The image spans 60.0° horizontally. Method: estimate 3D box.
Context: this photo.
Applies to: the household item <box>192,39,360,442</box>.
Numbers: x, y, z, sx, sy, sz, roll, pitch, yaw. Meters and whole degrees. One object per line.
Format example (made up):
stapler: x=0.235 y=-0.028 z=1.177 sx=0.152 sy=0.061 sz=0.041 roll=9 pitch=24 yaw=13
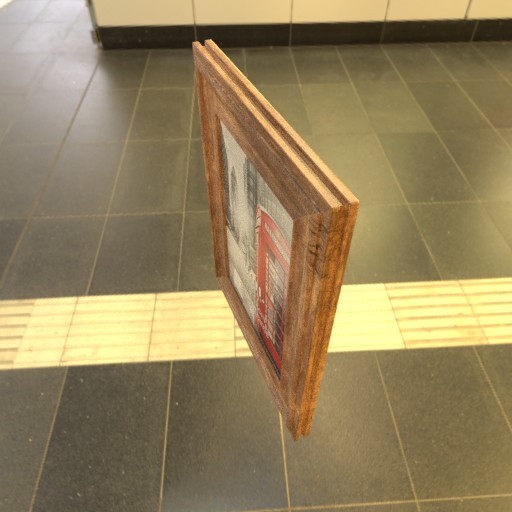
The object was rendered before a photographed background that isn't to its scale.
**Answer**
household item: x=0.000 y=0.000 z=0.322 sx=0.018 sy=0.237 sz=0.186 roll=-17 pitch=49 yaw=-16
